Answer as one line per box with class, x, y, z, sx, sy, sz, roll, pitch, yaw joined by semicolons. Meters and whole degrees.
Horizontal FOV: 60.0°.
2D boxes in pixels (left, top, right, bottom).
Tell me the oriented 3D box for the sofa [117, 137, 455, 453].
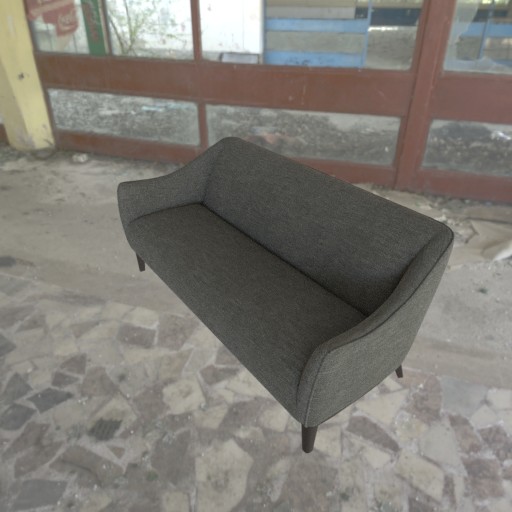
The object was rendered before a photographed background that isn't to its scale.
sofa;0.000;0.000;2.452;0.867;0.829;1.928;-20;36;-30
